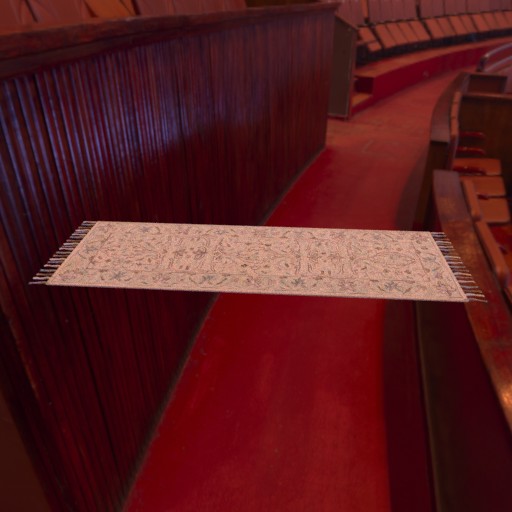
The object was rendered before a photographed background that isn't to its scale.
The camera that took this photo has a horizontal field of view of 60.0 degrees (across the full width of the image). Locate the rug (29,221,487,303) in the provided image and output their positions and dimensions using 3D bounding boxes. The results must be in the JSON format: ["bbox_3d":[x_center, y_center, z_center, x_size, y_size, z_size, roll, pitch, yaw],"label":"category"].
[{"bbox_3d":[0.000,0.000,2.670,2.440,0.013,0.769,2,31,3],"label":"rug"}]
